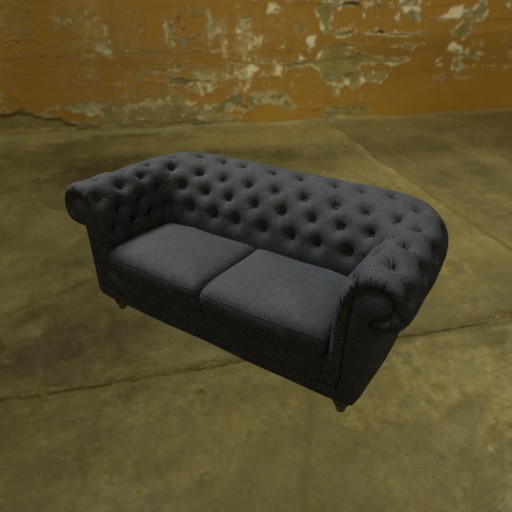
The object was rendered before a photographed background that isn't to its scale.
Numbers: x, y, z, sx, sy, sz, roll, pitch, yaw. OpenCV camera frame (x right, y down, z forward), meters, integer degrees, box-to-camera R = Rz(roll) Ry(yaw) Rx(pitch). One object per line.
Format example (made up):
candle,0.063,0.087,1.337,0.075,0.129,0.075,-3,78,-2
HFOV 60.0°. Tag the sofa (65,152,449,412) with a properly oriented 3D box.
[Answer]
sofa,0.000,0.000,2.561,1.988,0.833,1.082,18,34,29
